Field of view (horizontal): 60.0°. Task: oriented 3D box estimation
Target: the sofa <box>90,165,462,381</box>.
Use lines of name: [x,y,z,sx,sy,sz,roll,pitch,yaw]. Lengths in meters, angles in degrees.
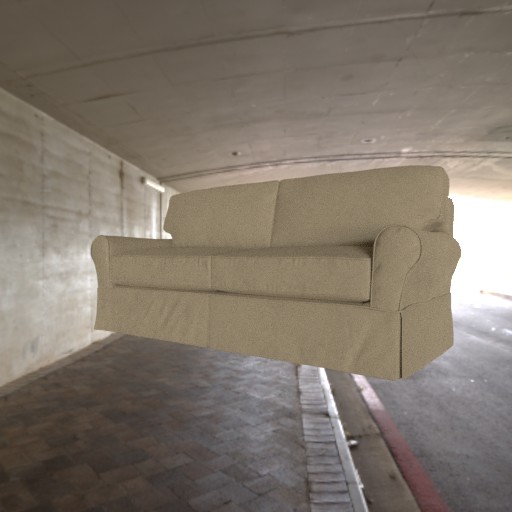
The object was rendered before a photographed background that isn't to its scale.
sofa: [0.000,0.000,2.744,2.246,1.014,0.900,0,1,36]
